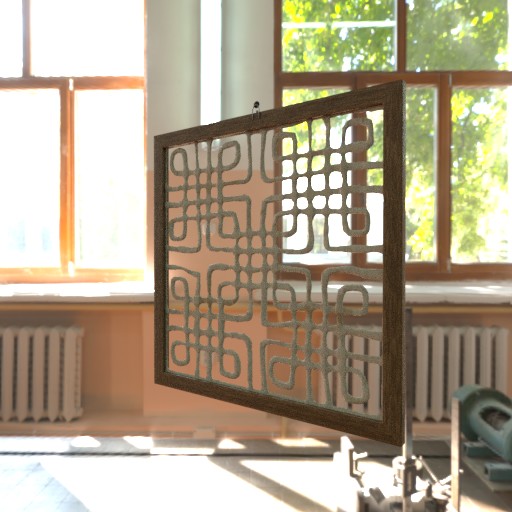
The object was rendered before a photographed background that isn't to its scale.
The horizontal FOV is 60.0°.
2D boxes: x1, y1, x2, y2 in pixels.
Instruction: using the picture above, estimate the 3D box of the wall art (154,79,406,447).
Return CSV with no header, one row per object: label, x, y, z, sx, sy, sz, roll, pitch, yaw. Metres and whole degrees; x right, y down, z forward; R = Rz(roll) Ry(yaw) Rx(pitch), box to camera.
wall art,0.000,0.000,0.845,0.561,0.582,0.021,0,1,36
